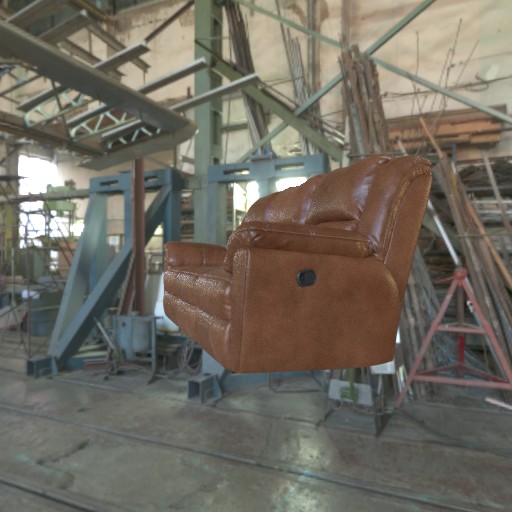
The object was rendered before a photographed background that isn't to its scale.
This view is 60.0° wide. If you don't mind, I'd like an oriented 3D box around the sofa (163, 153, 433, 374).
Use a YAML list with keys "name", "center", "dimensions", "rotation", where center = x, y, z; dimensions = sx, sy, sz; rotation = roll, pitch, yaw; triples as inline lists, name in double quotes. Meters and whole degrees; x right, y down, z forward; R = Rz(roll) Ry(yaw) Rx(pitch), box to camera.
- name: "sofa"
  center: [0.000, 0.000, 2.912]
  dimensions: [0.991, 1.043, 2.337]
  rotation: [0, 0, -19]
